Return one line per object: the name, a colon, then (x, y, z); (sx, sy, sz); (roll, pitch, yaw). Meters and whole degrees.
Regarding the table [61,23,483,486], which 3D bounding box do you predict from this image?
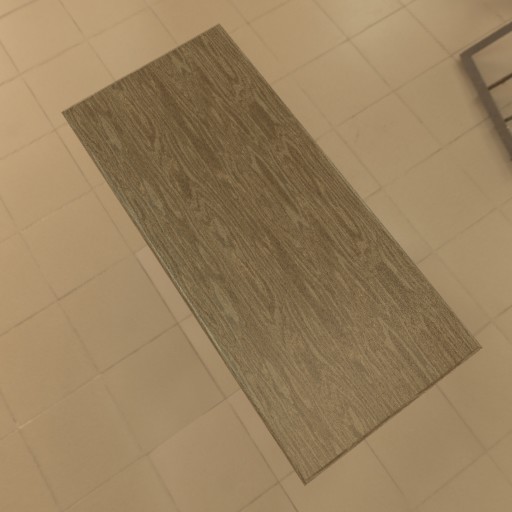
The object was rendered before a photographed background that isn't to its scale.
table: (0.000, 0.000, 1.667); (0.599, 0.780, 1.300); (-34, 77, -9)
